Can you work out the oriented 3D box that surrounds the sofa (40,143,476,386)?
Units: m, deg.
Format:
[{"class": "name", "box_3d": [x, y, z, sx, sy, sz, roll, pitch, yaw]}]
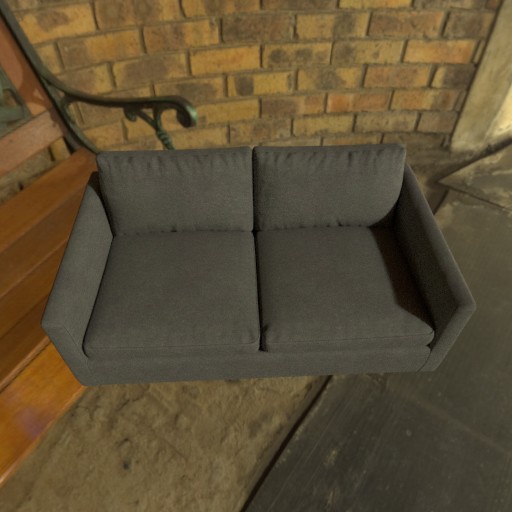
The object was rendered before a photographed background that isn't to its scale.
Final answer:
[{"class": "sofa", "box_3d": [0.000, 0.000, 2.427, 1.909, 0.845, 1.091, -2, 47, -2]}]
